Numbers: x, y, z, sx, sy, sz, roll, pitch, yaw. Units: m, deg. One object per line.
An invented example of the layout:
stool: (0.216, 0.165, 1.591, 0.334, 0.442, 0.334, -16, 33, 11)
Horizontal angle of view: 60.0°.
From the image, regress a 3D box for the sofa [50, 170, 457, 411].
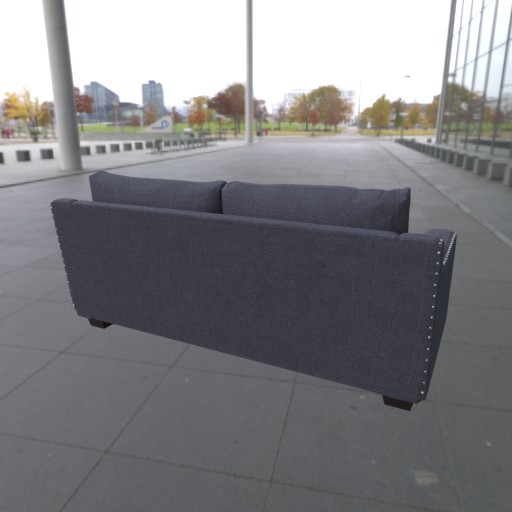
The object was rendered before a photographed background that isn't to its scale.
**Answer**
sofa: (0.000, 0.000, 3.196, 2.550, 1.196, 1.336, 8, 18, 26)
